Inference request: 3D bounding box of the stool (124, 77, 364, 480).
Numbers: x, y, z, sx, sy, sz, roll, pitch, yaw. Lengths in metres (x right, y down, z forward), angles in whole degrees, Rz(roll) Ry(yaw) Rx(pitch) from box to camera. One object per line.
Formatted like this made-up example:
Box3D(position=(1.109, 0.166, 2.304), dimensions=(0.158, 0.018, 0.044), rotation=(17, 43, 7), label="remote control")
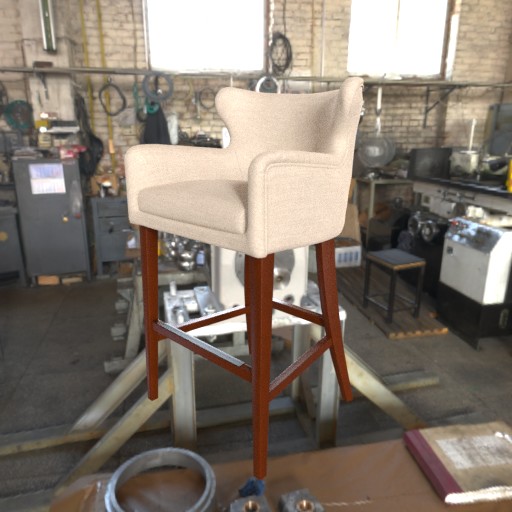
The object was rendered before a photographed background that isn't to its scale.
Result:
Box3D(position=(0.000, 0.000, 1.387), dimensions=(0.556, 1.034, 0.563), rotation=(15, 22, 42), label="stool")
